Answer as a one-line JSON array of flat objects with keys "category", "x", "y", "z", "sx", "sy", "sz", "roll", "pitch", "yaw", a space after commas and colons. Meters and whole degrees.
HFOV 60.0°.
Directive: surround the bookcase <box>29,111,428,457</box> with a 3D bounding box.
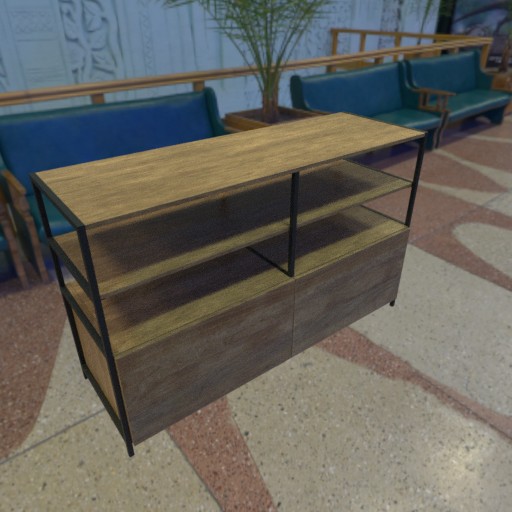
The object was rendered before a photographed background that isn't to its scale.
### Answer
[{"category": "bookcase", "x": 0.000, "y": 0.000, "z": 1.466, "sx": 1.149, "sy": 0.712, "sz": 0.391, "roll": -21, "pitch": 36, "yaw": -31}]
